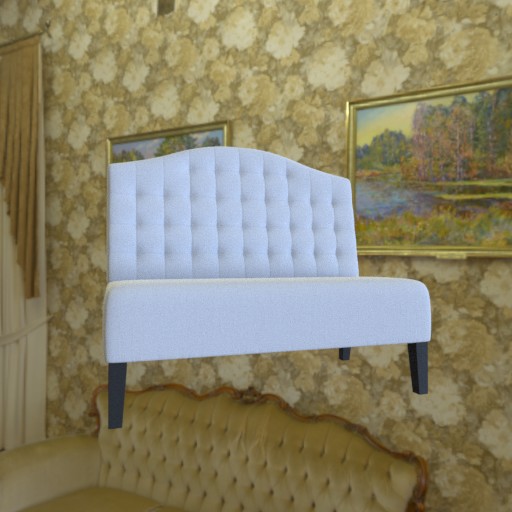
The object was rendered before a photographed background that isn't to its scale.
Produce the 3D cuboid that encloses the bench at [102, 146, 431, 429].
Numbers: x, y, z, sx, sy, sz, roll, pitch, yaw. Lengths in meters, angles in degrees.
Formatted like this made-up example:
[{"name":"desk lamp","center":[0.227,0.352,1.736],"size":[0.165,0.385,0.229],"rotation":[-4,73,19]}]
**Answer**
[{"name":"bench","center":[0.000,0.000,2.066],"size":[1.335,1.180,0.815],"rotation":[0,0,-18]}]
